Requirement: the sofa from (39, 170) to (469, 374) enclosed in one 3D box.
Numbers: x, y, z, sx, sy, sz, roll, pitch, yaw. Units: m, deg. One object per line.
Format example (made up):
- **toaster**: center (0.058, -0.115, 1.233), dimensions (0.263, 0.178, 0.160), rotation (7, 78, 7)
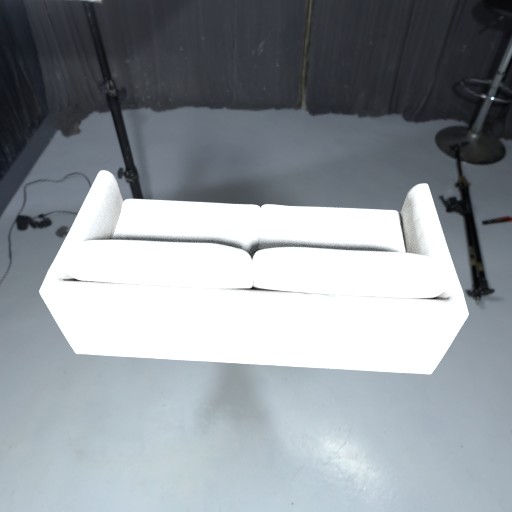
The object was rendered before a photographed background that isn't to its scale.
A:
- **sofa**: center (0.000, 0.000, 2.808), dimensions (2.588, 0.838, 1.090), rotation (3, 47, 2)
